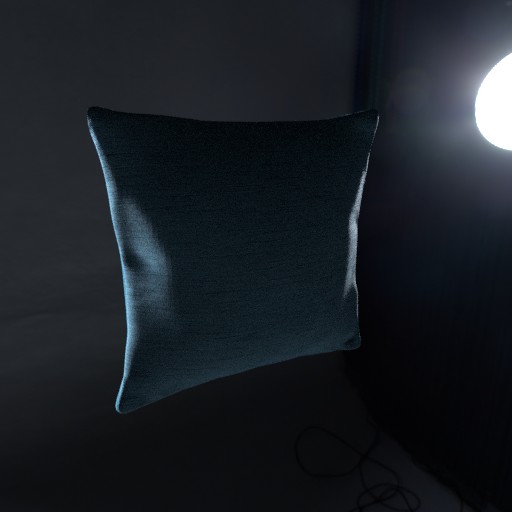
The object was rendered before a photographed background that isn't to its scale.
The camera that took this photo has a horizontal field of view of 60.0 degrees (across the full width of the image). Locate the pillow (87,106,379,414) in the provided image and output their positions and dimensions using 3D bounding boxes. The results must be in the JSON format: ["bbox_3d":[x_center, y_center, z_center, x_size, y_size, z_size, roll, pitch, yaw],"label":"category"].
[{"bbox_3d":[0.000,0.000,0.653,0.433,0.415,0.151,-8,19,-25],"label":"pillow"}]
